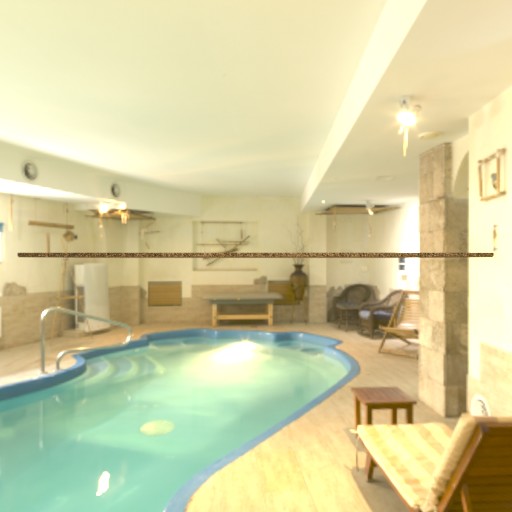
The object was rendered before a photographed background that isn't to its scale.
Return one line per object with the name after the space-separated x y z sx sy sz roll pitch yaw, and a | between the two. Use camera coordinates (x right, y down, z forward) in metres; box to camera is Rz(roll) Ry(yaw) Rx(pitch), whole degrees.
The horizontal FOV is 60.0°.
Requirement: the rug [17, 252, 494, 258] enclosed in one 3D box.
0.000 0.000 3.400 2.699 0.026 1.802 0 0 1 | rug
